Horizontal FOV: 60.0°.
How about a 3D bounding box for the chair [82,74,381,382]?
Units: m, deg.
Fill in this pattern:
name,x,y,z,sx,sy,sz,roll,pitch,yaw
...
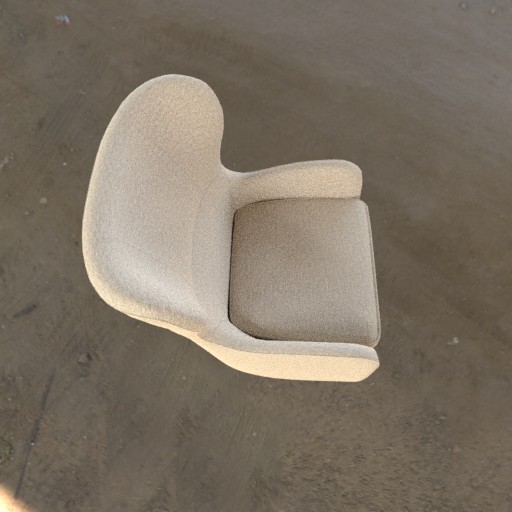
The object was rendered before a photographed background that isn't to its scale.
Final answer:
name,x,y,z,sx,sy,sz,roll,pitch,yaw
chair,0.000,0.000,1.745,0.984,1.064,0.861,1,64,1
